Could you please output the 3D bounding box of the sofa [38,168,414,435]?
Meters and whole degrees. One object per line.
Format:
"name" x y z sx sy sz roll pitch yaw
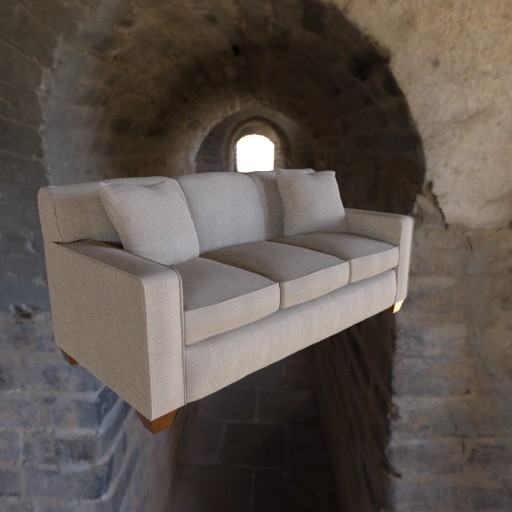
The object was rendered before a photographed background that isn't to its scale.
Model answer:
"sofa" 0.000 0.000 2.578 2.024 0.958 0.997 -13 19 -43
